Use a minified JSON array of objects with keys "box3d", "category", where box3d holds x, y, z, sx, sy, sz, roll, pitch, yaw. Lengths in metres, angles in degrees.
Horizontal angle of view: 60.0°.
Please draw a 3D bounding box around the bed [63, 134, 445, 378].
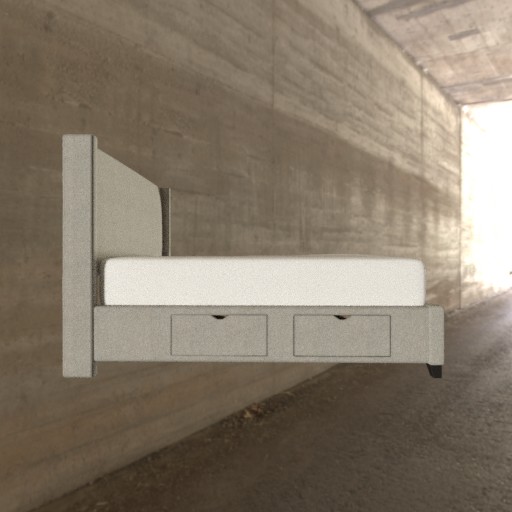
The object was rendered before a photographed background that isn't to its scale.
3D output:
[{"box3d":[0.000,0.000,3.695,2.280,1.470,2.140,0,0,1],"category":"bed"}]
